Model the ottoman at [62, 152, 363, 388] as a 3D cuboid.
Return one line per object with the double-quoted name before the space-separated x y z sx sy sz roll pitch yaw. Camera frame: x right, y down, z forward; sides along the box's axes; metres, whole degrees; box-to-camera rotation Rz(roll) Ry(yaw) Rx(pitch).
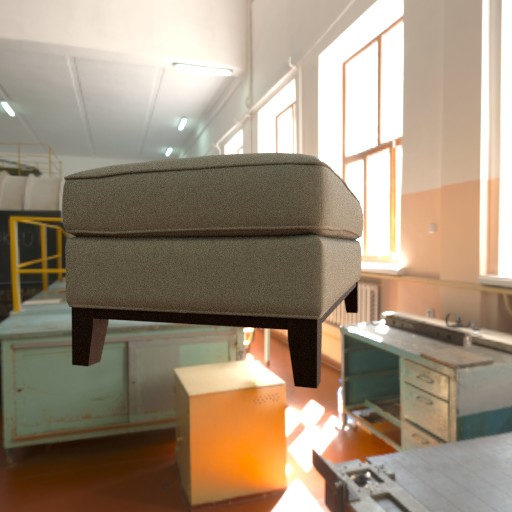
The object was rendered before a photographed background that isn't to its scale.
"ottoman" 0.000 0.000 1.504 0.648 0.508 1.143 0 2 17
